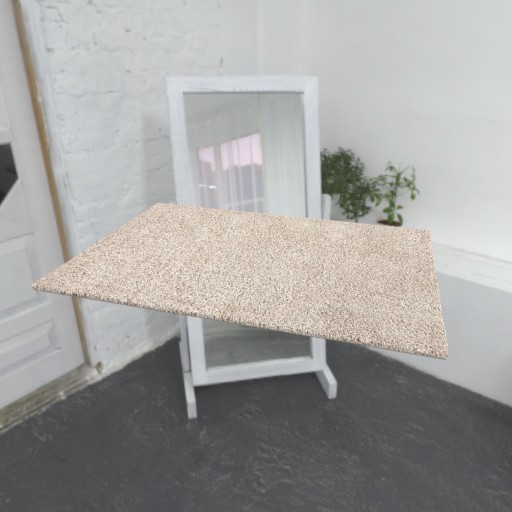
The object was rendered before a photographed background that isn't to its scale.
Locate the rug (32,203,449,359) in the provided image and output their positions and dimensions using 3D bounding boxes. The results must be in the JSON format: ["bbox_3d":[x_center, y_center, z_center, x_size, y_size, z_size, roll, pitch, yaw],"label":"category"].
[{"bbox_3d":[0.000,0.000,2.314,1.778,0.030,1.219,7,26,15],"label":"rug"}]
